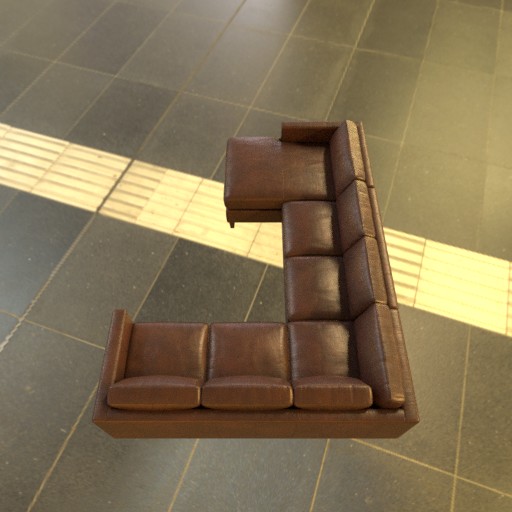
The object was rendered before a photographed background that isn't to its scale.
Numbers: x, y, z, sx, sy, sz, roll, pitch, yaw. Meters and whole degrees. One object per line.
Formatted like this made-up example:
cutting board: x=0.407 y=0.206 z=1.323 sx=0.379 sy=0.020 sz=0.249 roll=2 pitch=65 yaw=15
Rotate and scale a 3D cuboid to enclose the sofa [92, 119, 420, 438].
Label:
sofa: x=0.000 y=0.000 z=4.432 sx=2.452 sy=0.891 sz=3.324 roll=0 pitch=57 yaw=0
